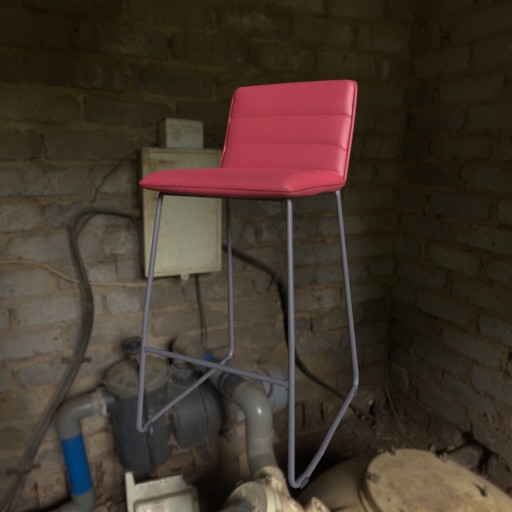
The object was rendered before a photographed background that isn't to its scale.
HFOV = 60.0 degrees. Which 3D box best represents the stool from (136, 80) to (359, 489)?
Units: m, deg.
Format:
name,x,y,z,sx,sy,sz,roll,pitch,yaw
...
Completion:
name,x,y,z,sx,sy,sz,roll,pitch,yaw
stool,0.000,0.000,1.198,0.489,0.937,0.524,7,15,26
